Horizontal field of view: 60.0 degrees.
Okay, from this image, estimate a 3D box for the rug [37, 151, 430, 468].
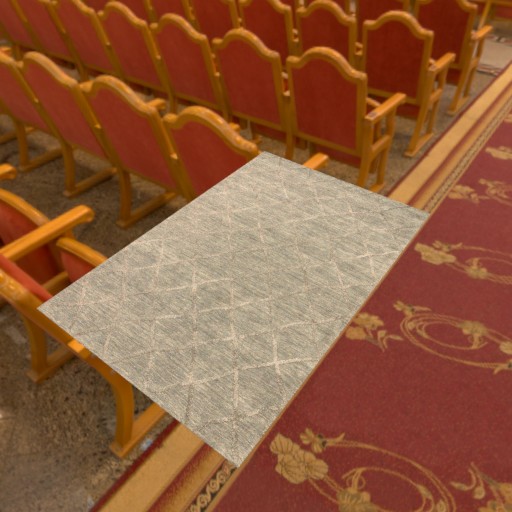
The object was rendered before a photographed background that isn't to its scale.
[{"bbox_3d":[0.000,0.000,2.951,1.521,0.006,2.283,27,49,26],"label":"rug"}]
